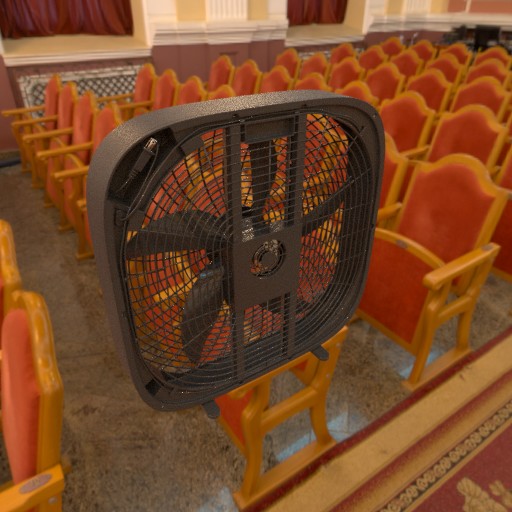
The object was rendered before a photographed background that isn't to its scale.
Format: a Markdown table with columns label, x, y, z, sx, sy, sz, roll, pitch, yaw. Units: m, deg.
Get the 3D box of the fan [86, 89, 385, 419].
| label | x | y | z | sx | sy | sz | roll | pitch | yaw |
| --- | --- | --- | --- | --- | --- | --- | --- | --- | --- |
| fan | 0.000 | 0.000 | 0.789 | 0.526 | 0.533 | 0.142 | -19 | 35 | -29 |
